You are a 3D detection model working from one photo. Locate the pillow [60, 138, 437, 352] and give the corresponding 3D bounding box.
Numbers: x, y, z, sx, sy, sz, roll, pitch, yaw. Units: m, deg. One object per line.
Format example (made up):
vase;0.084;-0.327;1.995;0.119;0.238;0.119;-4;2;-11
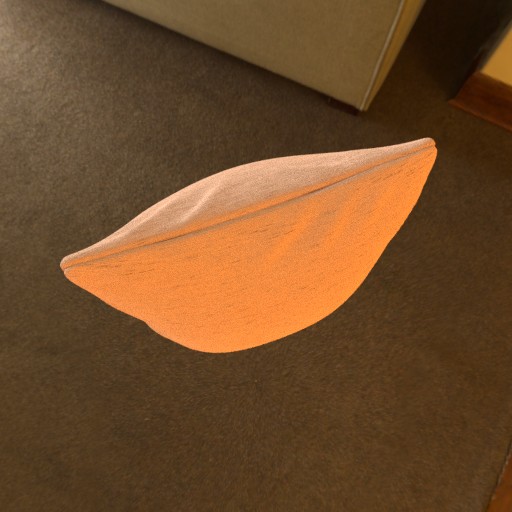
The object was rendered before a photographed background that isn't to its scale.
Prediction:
pillow;0.000;0.000;0.665;0.432;0.415;0.246;-19;75;-5
